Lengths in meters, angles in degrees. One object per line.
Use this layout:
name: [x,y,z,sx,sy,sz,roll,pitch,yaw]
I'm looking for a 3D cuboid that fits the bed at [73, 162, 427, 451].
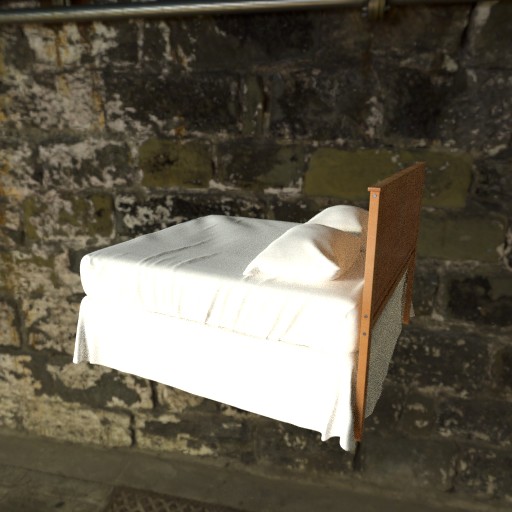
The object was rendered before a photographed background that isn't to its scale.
bed: [0.000,0.000,3.159,2.035,1.273,1.870,8,18,26]
